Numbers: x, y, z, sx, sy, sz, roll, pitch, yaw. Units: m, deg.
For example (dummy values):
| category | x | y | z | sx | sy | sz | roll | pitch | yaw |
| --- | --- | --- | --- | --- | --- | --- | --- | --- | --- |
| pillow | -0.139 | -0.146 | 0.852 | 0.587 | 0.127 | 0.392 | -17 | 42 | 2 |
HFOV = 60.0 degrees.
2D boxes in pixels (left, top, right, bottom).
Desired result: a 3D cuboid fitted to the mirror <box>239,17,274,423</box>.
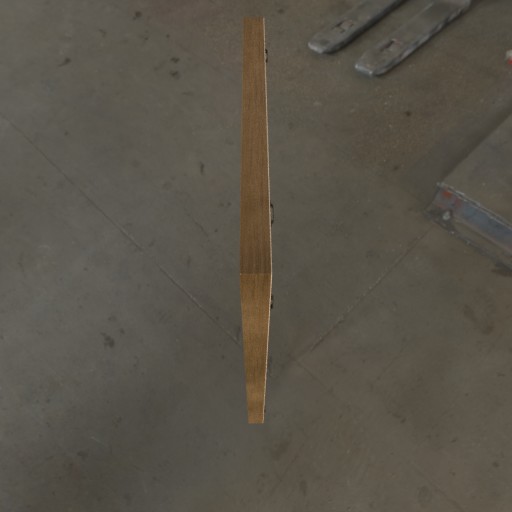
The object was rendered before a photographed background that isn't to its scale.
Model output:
| category | x | y | z | sx | sy | sz | roll | pitch | yaw |
| --- | --- | --- | --- | --- | --- | --- | --- | --- | --- |
| mirror | 0.000 | 0.000 | 0.914 | 0.040 | 0.710 | 0.507 | 0 | 57 | 0 |
